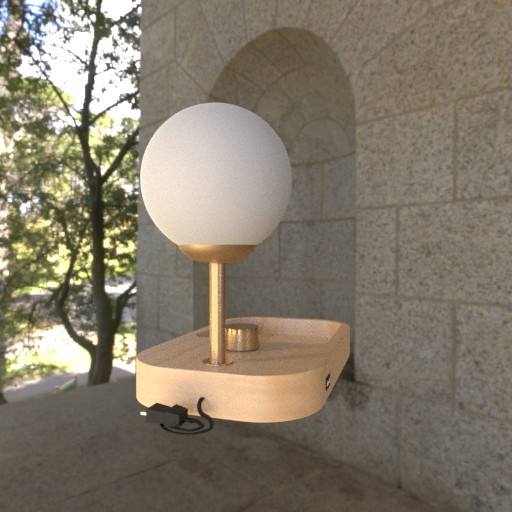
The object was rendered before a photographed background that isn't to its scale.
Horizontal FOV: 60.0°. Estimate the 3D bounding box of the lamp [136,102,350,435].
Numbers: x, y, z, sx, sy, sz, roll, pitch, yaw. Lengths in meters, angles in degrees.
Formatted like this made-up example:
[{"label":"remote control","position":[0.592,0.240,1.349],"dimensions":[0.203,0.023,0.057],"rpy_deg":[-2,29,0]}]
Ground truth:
[{"label":"lamp","position":[0.000,0.000,0.469],"dimensions":[0.173,0.253,0.331],"rpy_deg":[0,1,18]}]
